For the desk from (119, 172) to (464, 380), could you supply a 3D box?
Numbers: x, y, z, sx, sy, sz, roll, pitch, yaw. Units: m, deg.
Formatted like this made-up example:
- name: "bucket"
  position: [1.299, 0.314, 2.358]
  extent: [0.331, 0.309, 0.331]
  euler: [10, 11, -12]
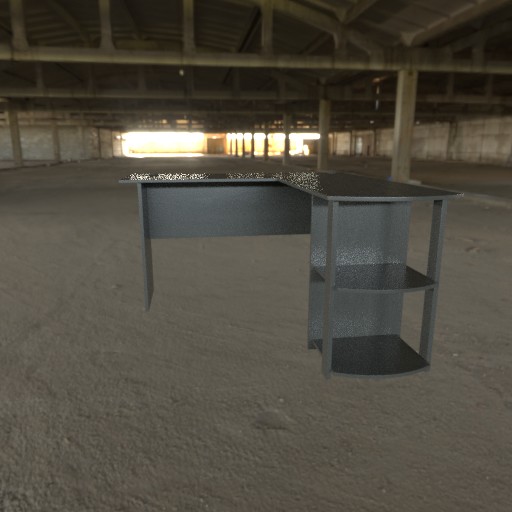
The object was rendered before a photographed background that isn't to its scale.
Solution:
- name: "desk"
  position: [0.000, 0.000, 2.153]
  extent: [1.303, 0.716, 1.361]
  euler: [-2, 14, -8]
